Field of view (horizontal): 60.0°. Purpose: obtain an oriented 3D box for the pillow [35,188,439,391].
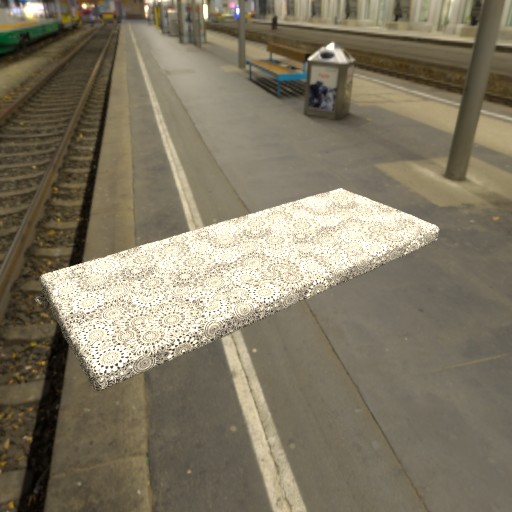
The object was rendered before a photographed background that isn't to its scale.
[{"bbox_3d":[0.000,0.000,1.340,1.187,0.081,0.492,-19,35,-31],"label":"pillow"}]
